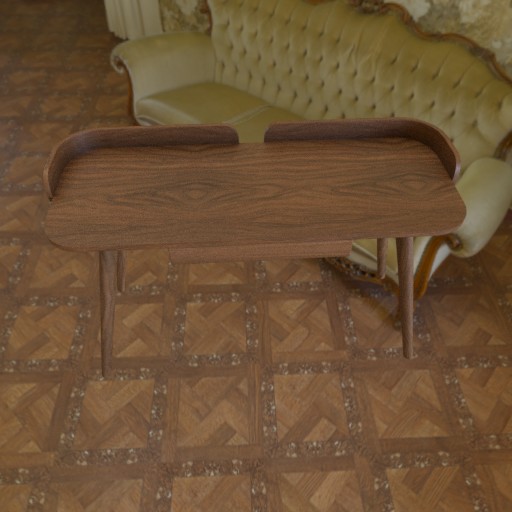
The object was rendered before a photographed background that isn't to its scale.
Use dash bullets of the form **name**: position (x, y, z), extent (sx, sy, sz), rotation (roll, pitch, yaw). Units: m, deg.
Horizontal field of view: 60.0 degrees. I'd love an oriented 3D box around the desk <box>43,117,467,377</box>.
- **desk**: position (0.000, 0.000, 1.619), extent (1.256, 0.800, 0.486), rotation (-3, 47, -3)
